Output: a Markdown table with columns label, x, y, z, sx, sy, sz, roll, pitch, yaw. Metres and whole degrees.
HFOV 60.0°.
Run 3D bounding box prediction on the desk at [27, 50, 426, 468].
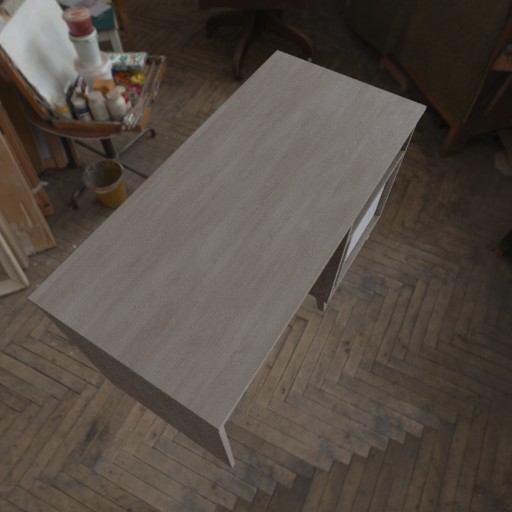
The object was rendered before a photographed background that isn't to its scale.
| label | x | y | z | sx | sy | sz | roll | pitch | yaw |
| --- | --- | --- | --- | --- | --- | --- | --- | --- | --- |
| desk | 0.000 | 0.000 | 1.658 | 0.600 | 0.770 | 1.251 | 28 | 62 | 16 |
